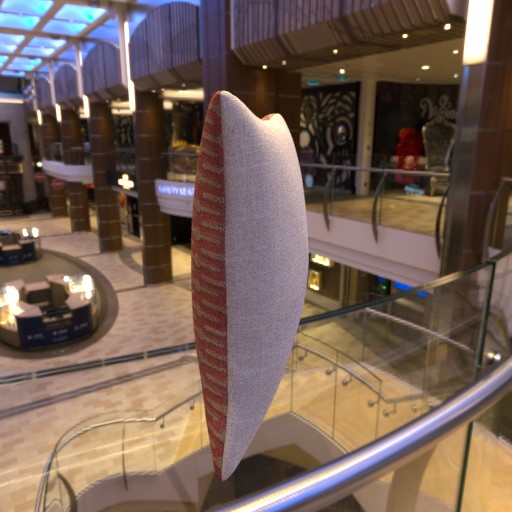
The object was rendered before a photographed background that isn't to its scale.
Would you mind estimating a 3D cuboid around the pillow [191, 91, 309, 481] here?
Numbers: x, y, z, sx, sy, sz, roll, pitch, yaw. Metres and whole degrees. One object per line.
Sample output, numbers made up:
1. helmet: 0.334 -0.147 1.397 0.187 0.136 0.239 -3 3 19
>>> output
1. pillow: 0.000 0.000 0.779 0.182 0.503 0.511 2 15 9
